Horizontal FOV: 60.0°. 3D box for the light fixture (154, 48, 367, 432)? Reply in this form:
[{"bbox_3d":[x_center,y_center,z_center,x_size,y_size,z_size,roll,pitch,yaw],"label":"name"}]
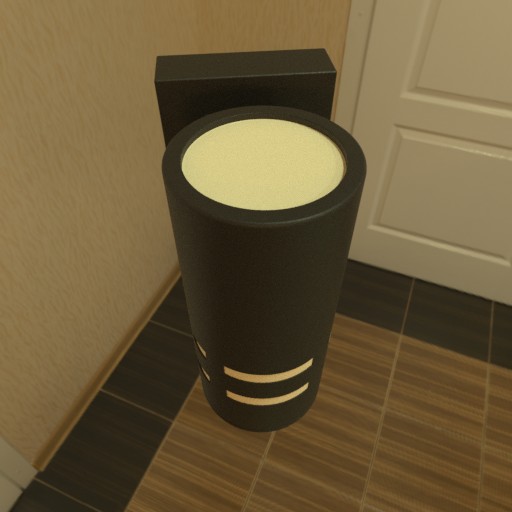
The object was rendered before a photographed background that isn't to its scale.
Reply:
[{"bbox_3d":[0.000,0.000,0.260,0.098,0.179,0.138,-5,47,-4],"label":"light fixture"}]
